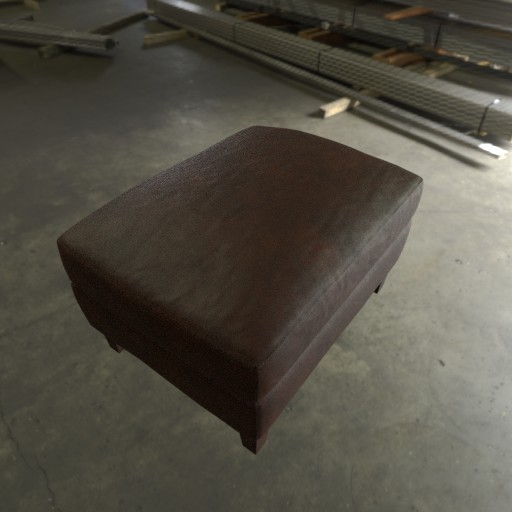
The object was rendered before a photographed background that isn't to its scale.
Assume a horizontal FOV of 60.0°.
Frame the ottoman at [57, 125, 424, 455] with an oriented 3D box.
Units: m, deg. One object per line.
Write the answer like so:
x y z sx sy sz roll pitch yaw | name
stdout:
0.000 0.000 1.316 0.659 0.527 0.887 26 47 27 | ottoman
